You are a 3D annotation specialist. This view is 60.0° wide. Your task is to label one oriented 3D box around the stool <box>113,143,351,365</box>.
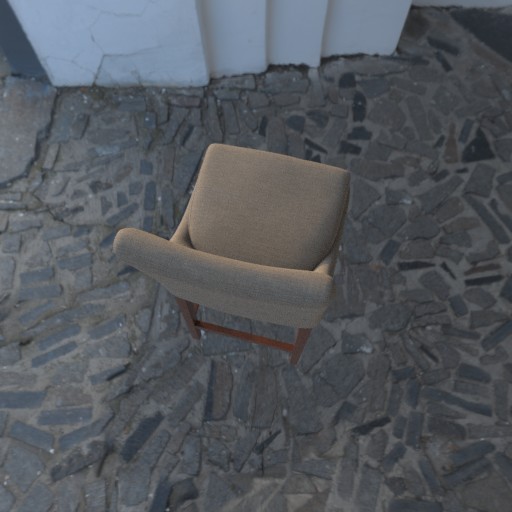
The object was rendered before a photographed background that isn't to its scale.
[{"bbox_3d":[0.000,0.000,1.329,0.470,0.981,0.577,13,66,6],"label":"stool"}]
